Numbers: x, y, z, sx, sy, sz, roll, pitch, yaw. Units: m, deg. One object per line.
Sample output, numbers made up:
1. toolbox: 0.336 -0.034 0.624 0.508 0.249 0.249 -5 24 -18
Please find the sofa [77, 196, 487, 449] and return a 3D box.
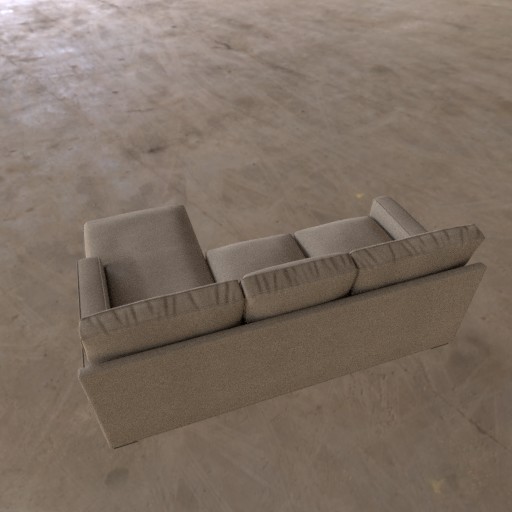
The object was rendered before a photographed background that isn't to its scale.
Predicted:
1. sofa: 0.000 0.000 2.771 2.087 0.861 1.496 -13 43 -14
